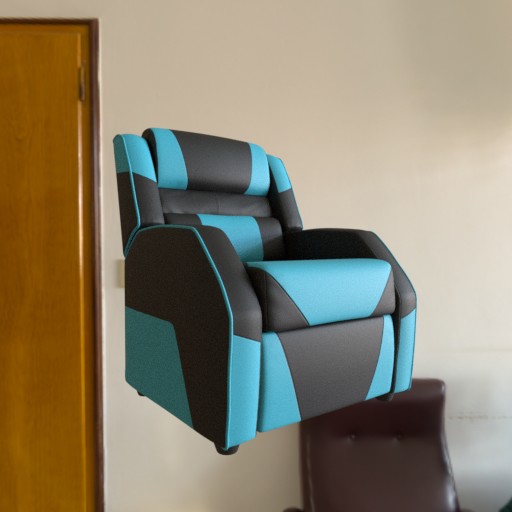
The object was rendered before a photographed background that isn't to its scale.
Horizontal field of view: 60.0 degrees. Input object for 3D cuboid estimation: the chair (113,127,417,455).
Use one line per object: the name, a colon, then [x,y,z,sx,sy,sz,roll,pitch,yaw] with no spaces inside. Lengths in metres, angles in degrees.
chair: [0.000,0.000,1.284,0.620,0.805,0.672,-1,2,-36]
